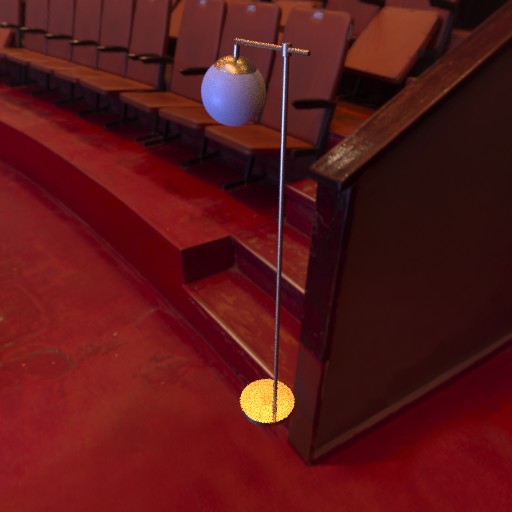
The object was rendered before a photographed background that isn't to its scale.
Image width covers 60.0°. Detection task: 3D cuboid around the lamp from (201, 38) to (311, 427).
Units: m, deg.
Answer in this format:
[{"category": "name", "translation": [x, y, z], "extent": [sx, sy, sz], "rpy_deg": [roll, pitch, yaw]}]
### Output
[{"category": "lamp", "translation": [0.000, 0.000, 1.698], "extent": [0.249, 1.505, 0.476], "rpy_deg": [-20, 37, -29]}]
